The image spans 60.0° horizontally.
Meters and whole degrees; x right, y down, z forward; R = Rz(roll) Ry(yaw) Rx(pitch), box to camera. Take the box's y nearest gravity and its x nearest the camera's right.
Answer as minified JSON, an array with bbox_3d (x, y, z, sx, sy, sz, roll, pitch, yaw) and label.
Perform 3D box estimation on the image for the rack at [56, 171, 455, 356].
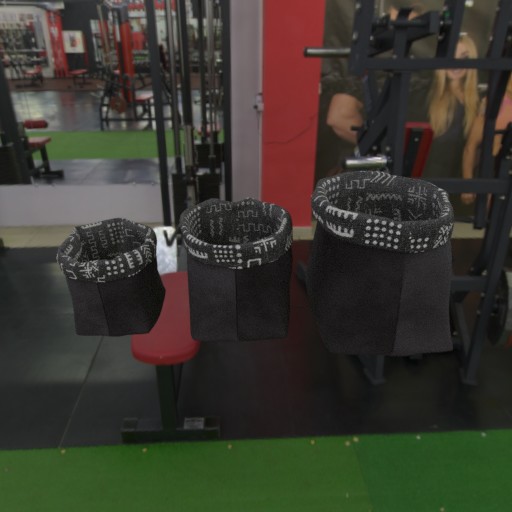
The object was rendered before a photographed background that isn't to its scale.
[{"bbox_3d":[0.000,0.000,1.056,0.905,0.323,0.379,0,27,-1],"label":"rack"}]
